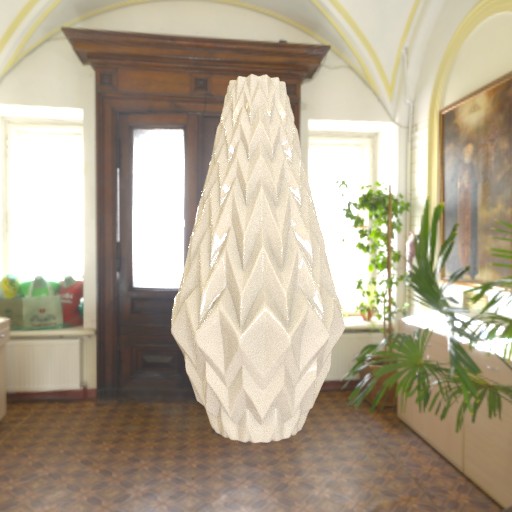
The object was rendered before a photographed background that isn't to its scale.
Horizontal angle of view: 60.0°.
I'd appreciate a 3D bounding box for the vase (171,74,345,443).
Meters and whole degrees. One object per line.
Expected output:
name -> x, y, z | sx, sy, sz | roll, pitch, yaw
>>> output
vase -> 0.000, 0.000, 0.427 | 0.167, 0.328, 0.167 | 0, 1, 0
